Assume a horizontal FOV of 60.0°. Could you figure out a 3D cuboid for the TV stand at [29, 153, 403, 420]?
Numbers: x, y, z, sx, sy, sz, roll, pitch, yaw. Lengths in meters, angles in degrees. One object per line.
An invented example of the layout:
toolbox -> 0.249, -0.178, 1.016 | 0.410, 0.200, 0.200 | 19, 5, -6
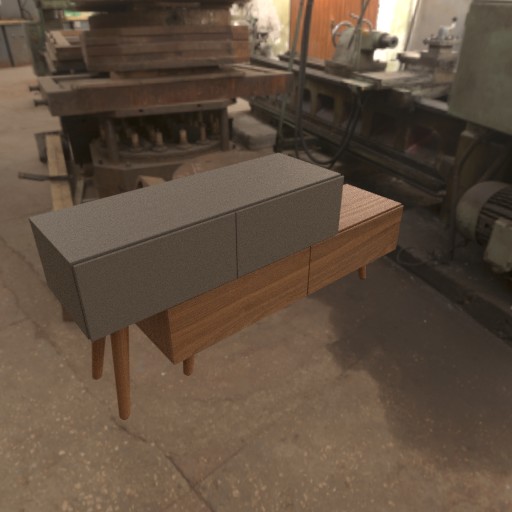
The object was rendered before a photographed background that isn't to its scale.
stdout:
TV stand -> 0.000, 0.000, 1.612 | 1.336, 0.591, 0.329 | -23, 37, -34
